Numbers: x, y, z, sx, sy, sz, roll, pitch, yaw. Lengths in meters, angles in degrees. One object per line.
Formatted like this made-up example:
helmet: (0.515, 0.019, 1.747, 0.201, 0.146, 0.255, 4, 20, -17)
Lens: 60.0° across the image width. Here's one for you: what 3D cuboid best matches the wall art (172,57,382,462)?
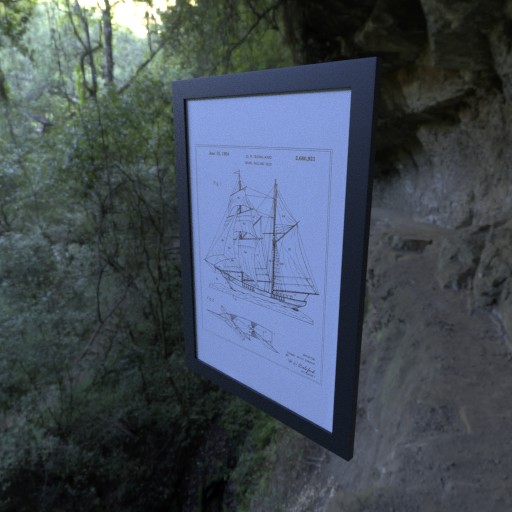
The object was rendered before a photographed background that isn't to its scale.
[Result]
wall art: (0.000, 0.000, 0.691, 0.381, 0.534, 0.013, 15, 22, 42)
